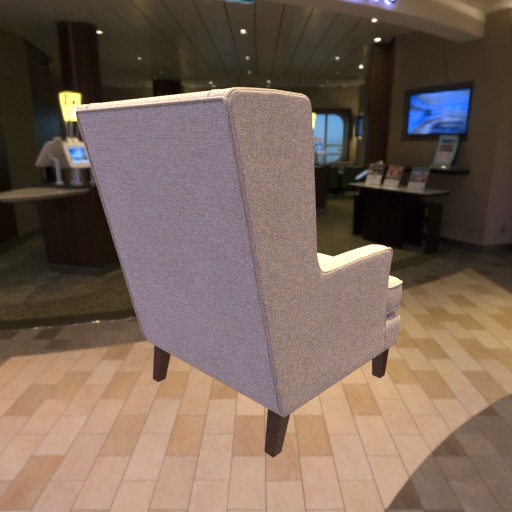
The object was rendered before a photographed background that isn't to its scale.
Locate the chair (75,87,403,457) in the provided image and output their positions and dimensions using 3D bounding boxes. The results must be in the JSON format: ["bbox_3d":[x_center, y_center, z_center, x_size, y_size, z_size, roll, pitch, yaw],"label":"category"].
[{"bbox_3d":[0.000,0.000,1.664,0.764,1.082,0.948,14,20,42],"label":"chair"}]
